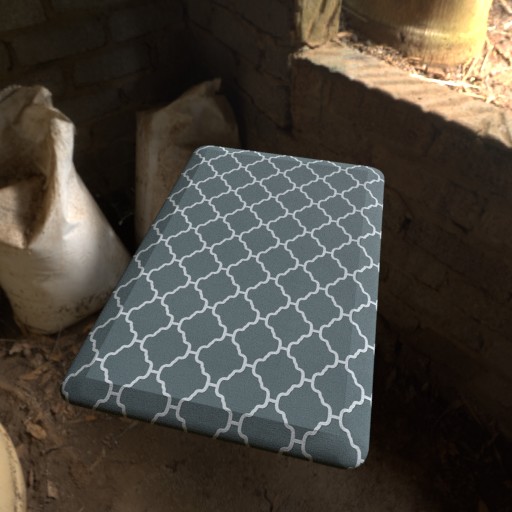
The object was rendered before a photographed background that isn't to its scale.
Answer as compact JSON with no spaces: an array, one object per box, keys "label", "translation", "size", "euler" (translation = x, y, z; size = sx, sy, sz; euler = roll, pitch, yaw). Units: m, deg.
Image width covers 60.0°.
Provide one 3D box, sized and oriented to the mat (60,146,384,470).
[{"label":"mat","translation":[0.000,0.000,0.929],"size":[0.508,0.021,0.762],"euler":[10,48,9]}]
